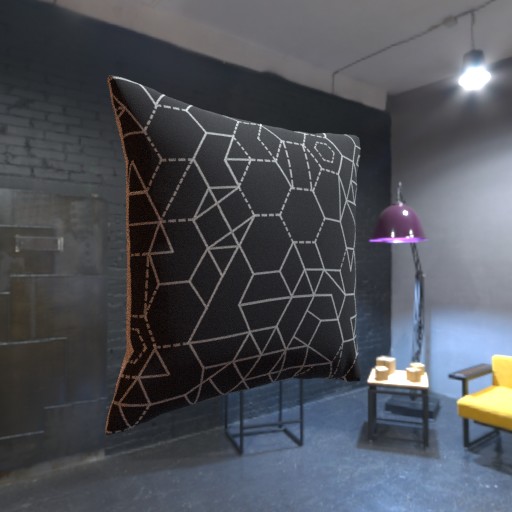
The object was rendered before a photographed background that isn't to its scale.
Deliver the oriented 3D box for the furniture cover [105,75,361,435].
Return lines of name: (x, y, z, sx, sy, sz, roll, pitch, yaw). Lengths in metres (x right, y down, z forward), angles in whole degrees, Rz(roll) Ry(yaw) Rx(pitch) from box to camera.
furniture cover: (0.000, 0.000, 0.773, 0.517, 0.508, 0.158, 1, -1, -35)
